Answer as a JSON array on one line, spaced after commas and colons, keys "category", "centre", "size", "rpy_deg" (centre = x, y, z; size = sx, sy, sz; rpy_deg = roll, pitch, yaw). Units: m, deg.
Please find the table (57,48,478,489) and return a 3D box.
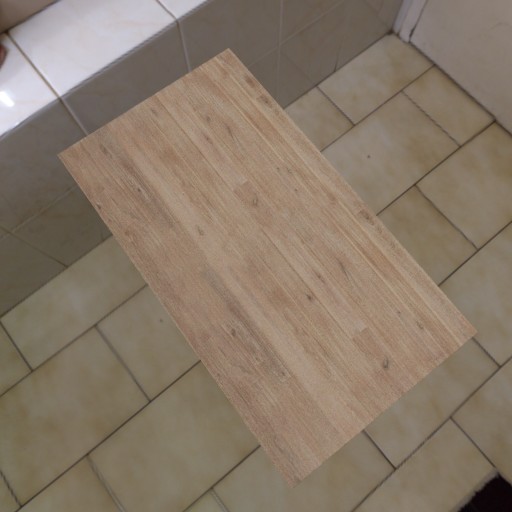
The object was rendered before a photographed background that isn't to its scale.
[{"category": "table", "centre": [0.000, 0.000, 2.047], "size": [0.918, 0.531, 1.619], "rpy_deg": [-36, 77, -9]}]
